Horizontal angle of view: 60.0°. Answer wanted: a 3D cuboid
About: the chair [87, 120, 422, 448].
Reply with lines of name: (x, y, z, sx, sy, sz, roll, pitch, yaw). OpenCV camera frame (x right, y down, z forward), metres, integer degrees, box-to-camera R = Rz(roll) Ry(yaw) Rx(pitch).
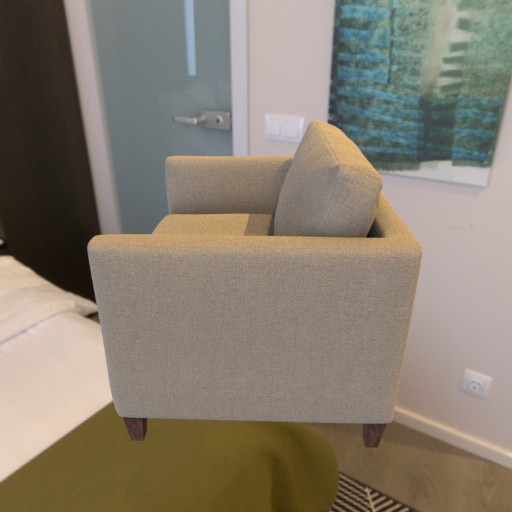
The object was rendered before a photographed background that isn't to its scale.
chair: (0.000, 0.000, 1.786, 0.959, 0.963, 1.107, 1, 26, 2)
